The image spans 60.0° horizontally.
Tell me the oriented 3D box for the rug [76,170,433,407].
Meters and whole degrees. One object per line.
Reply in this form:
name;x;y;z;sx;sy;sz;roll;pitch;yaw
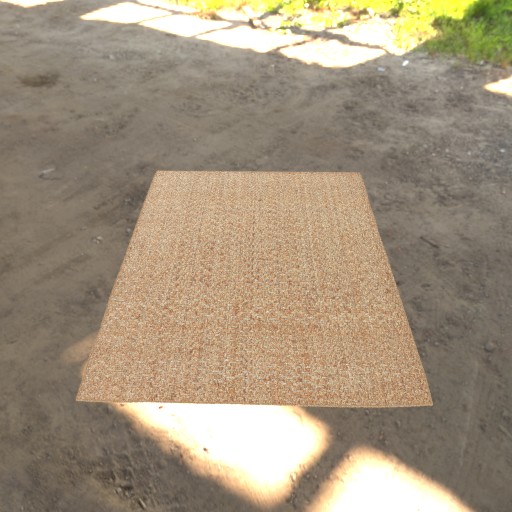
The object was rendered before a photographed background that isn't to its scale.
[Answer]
rug;0.000;0.000;4.109;2.439;0.013;3.048;1;41;1
